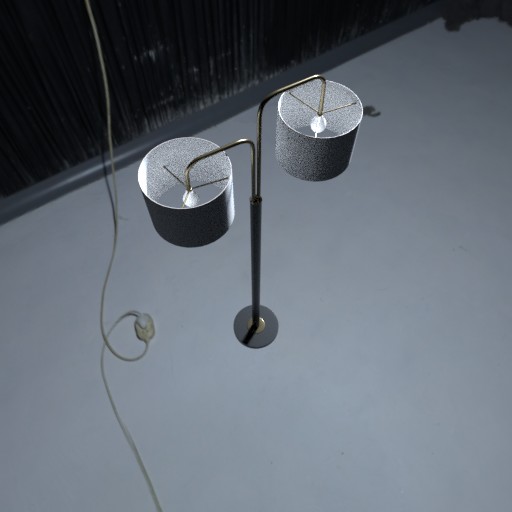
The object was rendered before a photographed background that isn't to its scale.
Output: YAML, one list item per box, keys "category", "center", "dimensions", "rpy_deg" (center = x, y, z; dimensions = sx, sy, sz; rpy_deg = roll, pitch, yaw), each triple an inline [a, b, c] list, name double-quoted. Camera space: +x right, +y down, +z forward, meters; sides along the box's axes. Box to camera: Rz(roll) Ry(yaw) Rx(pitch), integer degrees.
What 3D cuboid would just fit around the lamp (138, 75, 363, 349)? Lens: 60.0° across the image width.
- category: "lamp"
  center: [0.000, 0.000, 1.830]
  dimensions: [0.711, 1.587, 0.254]
  rpy_deg: [-29, 64, -16]
